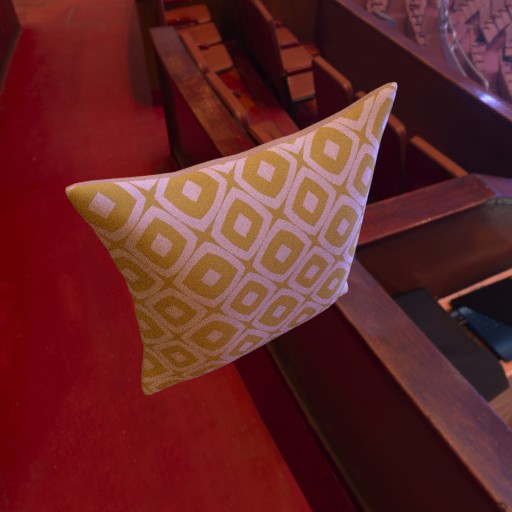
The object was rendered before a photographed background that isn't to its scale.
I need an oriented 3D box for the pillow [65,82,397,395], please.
[{"bbox_3d":[0.000,0.000,0.764,0.504,0.494,0.188,-24,51,-21],"label":"pillow"}]
